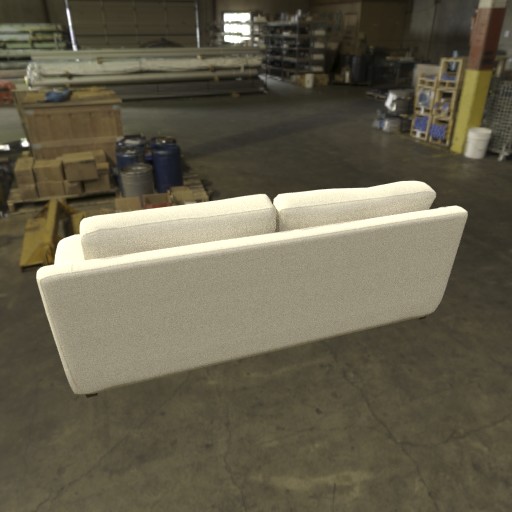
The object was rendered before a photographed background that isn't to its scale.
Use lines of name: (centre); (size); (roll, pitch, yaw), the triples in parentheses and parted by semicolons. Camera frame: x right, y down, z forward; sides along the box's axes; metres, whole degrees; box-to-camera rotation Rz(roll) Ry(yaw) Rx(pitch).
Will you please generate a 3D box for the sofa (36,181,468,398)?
sofa: (0.000, 0.000, 2.938); (2.470, 1.022, 1.009); (-9, 29, -17)
